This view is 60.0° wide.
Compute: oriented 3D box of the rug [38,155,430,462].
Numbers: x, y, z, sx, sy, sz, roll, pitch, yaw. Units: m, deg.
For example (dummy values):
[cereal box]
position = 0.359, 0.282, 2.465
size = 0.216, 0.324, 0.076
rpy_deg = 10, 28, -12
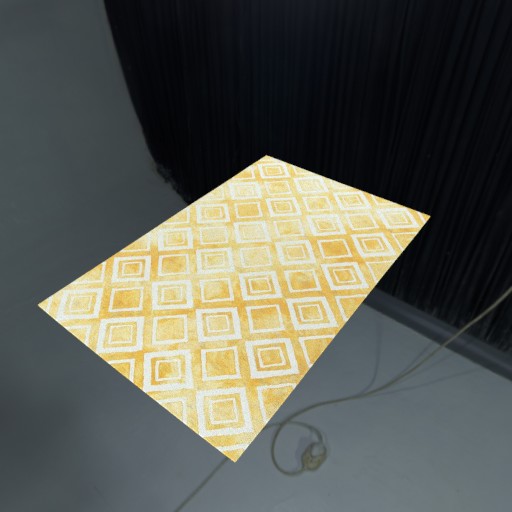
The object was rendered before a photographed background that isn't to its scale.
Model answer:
[rug]
position = 0.000, 0.000, 2.361
size = 1.213, 0.010, 1.829
rpy_deg = 27, 48, 27
